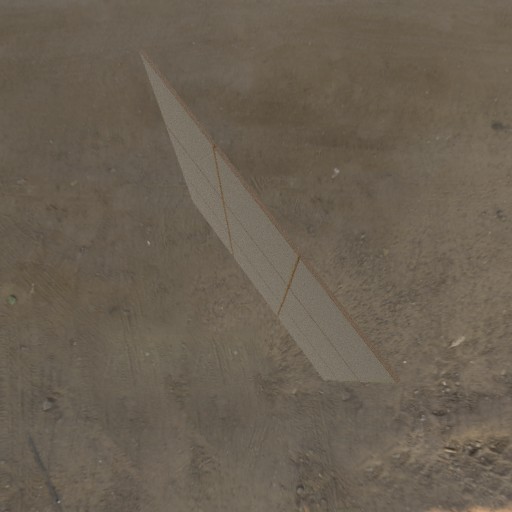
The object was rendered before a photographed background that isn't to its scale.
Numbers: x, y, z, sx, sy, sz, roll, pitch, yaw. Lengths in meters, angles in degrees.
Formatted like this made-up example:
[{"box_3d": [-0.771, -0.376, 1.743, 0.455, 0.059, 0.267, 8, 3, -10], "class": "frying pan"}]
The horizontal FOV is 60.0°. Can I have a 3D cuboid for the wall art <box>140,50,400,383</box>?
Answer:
[{"box_3d": [0.000, 0.000, 1.378, 0.010, 0.917, 0.919, -35, 77, -9], "class": "wall art"}]
